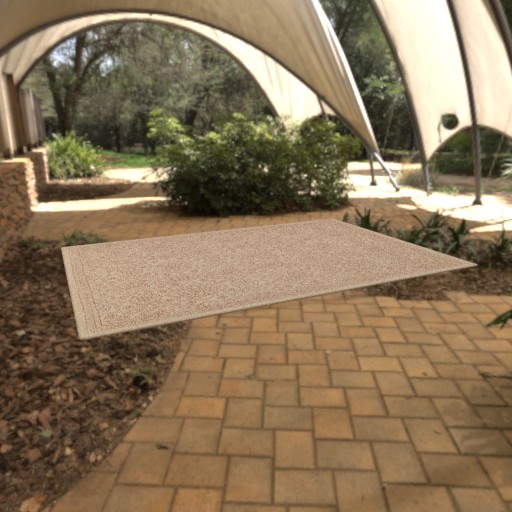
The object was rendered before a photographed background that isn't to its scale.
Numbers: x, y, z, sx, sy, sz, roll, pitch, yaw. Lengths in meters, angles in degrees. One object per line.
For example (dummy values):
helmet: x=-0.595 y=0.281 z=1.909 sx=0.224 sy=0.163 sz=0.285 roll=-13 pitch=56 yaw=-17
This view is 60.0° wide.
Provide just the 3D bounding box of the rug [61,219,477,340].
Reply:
rug: x=0.000 y=0.000 z=2.319 sx=1.829 sy=0.010 sz=1.219 roll=-8 pitch=18 yaw=-24
